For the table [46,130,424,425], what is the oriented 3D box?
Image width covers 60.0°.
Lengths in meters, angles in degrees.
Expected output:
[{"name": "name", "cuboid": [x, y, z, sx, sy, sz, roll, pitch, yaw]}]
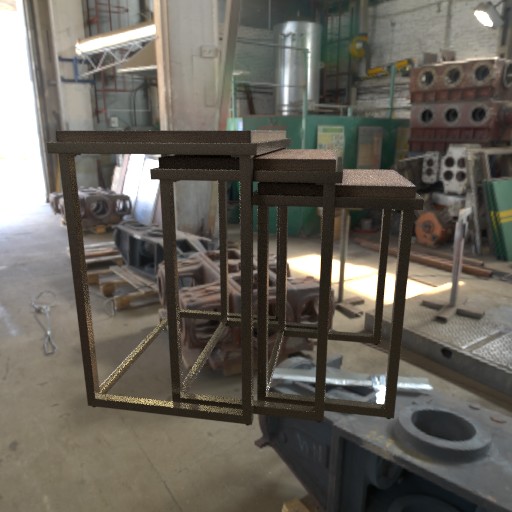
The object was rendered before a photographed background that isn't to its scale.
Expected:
[{"name": "table", "cuboid": [0.000, 0.000, 1.120, 0.706, 0.610, 0.559, 3, 16, 10]}]
